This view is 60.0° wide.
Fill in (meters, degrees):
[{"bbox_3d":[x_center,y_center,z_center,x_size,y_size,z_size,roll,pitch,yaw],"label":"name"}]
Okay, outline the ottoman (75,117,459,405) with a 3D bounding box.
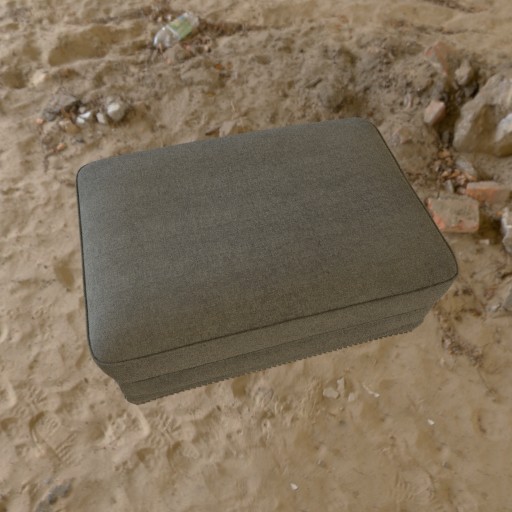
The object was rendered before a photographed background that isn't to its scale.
[{"bbox_3d":[0.000,0.000,1.180,0.813,0.457,0.561,-13,60,-8],"label":"ottoman"}]
